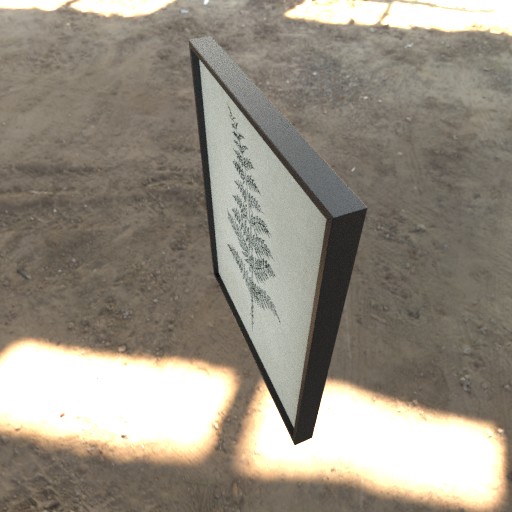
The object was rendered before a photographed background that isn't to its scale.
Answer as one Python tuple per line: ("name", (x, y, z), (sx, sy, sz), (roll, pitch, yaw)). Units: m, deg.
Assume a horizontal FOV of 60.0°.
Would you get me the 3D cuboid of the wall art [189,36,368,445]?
("wall art", (0.000, 0.000, 0.753), (0.039, 0.555, 0.449), (-17, 49, -15))
